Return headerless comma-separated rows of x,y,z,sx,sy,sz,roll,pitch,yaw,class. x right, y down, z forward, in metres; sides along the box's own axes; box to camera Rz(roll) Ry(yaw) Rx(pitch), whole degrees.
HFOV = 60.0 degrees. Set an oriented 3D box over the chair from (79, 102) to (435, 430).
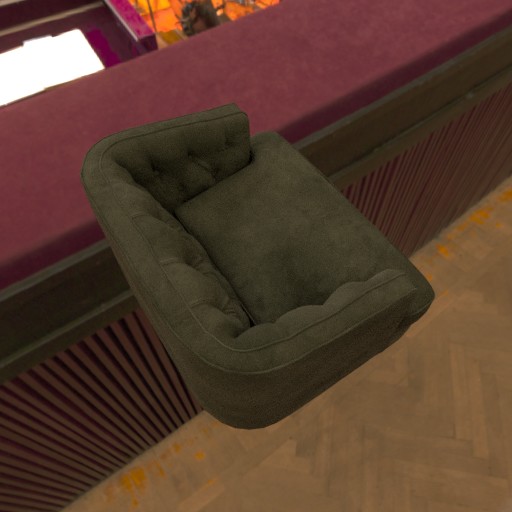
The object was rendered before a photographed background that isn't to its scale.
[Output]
0.000,0.000,1.761,0.941,0.852,1.104,-29,62,-17,chair
